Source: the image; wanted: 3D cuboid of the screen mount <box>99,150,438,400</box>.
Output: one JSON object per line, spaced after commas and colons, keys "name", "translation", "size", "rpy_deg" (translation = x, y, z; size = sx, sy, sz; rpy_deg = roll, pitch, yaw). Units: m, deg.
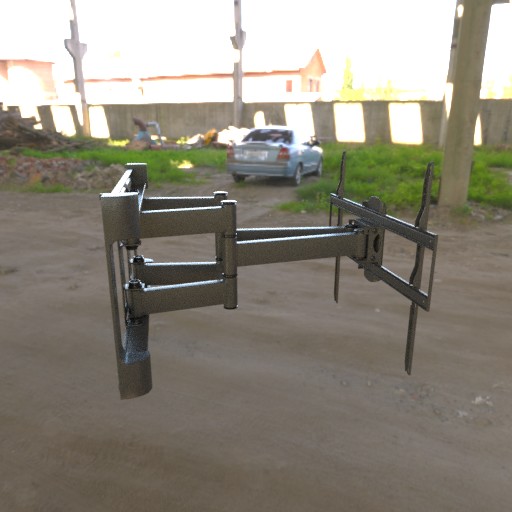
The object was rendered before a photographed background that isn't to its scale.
{"name": "screen mount", "translation": [0.000, 0.000, 0.964], "size": [0.556, 0.424, 0.571], "rpy_deg": [-3, 17, -11]}
